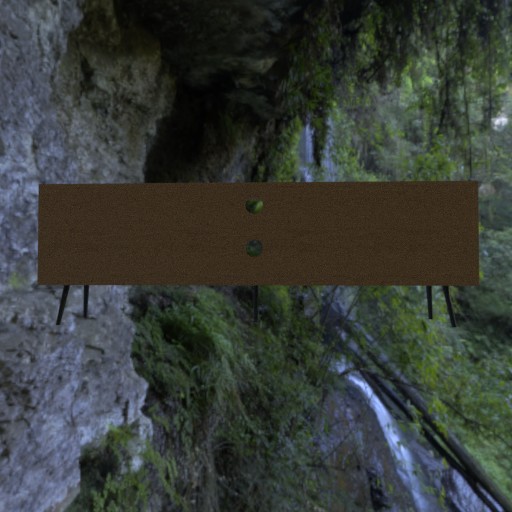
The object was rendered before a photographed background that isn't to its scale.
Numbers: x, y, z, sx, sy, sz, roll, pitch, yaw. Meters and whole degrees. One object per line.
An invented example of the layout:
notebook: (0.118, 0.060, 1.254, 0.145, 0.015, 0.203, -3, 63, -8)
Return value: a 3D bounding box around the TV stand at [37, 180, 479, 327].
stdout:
TV stand: (0.000, 0.000, 1.967, 1.760, 0.580, 0.400, 0, -1, 2)
